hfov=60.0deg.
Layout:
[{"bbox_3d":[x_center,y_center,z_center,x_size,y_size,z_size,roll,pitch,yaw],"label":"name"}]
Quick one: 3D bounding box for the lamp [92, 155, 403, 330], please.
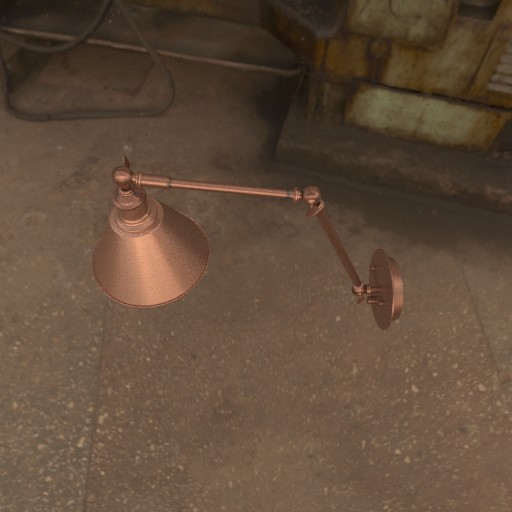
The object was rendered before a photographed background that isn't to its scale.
[{"bbox_3d":[0.000,0.000,0.867,0.624,0.502,0.223,-2,59,-1],"label":"lamp"}]
